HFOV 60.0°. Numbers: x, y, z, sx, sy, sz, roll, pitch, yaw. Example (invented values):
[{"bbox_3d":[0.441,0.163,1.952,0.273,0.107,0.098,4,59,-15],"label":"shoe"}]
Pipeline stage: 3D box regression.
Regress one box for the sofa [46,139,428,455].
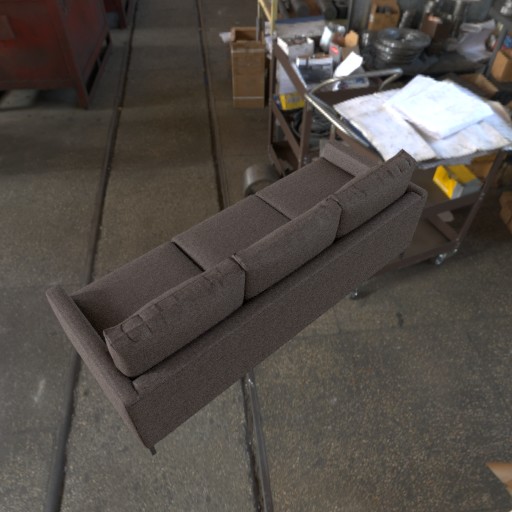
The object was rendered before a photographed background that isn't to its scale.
[{"bbox_3d":[0.000,0.000,2.727,2.253,0.882,0.876,-32,55,-27],"label":"sofa"}]
